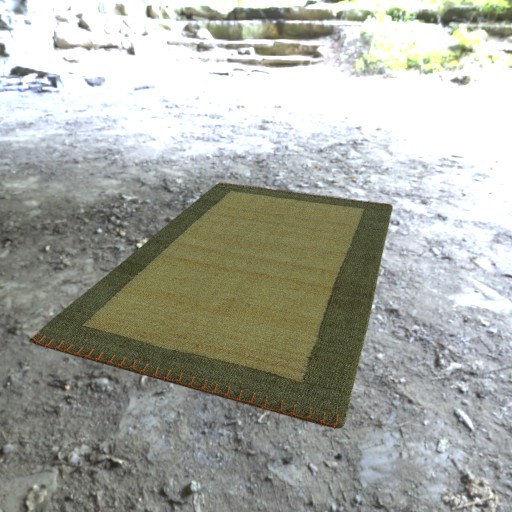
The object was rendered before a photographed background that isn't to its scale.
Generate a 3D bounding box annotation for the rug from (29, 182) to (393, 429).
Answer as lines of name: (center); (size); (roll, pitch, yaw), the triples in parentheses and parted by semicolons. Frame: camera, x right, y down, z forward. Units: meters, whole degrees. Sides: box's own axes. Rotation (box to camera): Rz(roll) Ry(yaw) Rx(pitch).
rug: (0.000, 0.000, 2.259); (1.220, 0.019, 1.838); (10, 31, 17)
